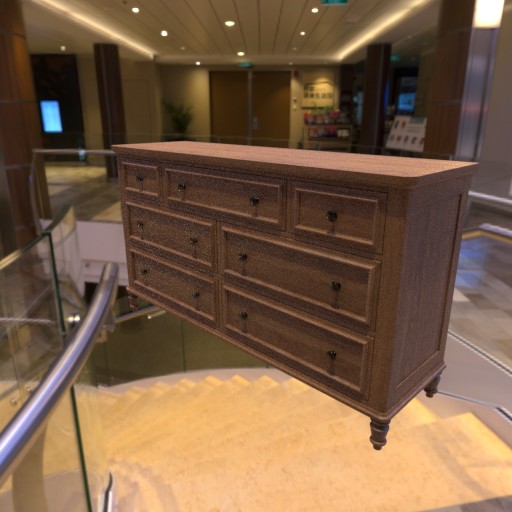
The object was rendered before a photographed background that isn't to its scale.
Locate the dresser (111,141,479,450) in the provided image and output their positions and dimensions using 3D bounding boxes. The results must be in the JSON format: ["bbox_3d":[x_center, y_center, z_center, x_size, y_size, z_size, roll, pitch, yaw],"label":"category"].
[{"bbox_3d":[0.000,0.000,1.952,1.583,0.892,0.468,17,25,42],"label":"dresser"}]
